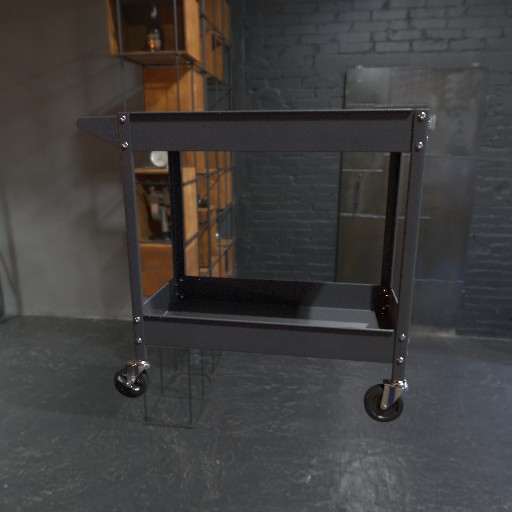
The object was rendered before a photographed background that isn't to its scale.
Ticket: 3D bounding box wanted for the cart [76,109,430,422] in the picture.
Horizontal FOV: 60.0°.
[{"bbox_3d":[0.000,0.000,1.186,0.779,0.719,0.366,2,15,9],"label":"cart"}]
